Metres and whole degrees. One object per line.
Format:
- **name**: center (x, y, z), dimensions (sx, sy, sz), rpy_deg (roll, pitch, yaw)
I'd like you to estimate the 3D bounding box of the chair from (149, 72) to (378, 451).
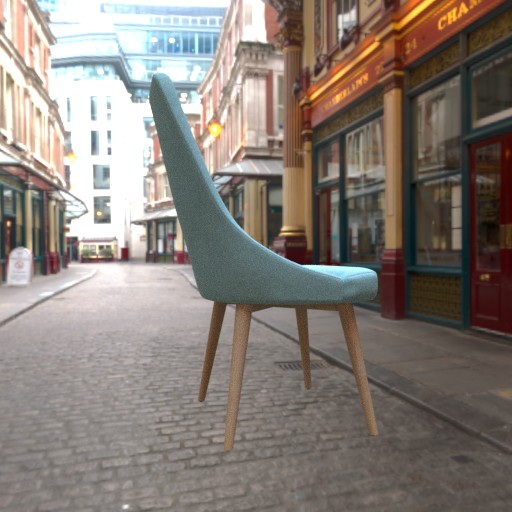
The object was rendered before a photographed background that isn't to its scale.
- **chair**: center (0.000, 0.000, 1.421), dimensions (0.660, 1.040, 0.510), rpy_deg (0, 0, -17)
